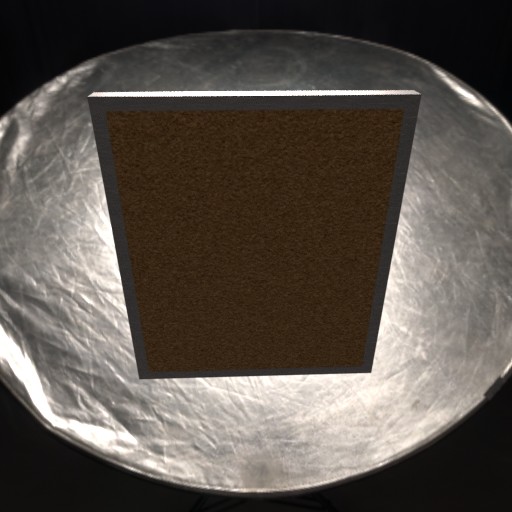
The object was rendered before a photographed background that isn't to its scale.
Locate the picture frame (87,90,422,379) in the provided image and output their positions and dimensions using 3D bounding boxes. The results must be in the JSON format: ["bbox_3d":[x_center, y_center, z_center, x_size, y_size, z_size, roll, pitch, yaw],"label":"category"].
[{"bbox_3d":[0.000,0.000,0.540,0.327,0.378,0.027,-1,30,-2],"label":"picture frame"}]
